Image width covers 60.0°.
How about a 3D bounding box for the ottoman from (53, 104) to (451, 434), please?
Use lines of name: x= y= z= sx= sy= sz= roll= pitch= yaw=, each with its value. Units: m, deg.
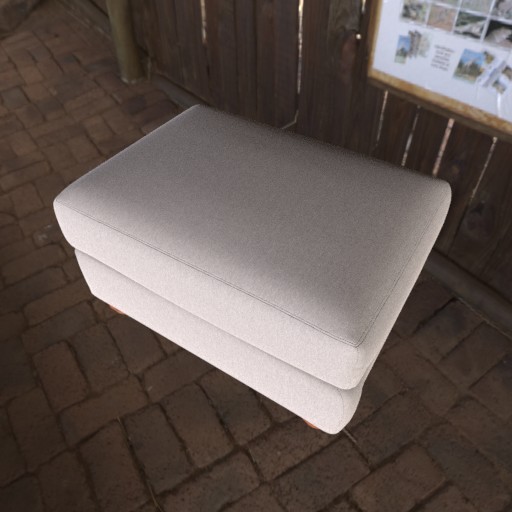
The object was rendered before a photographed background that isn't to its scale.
ottoman: x=0.000 y=0.000 z=1.149 sx=0.773 sy=0.497 sz=0.574 roll=24 pitch=50 yaw=22
